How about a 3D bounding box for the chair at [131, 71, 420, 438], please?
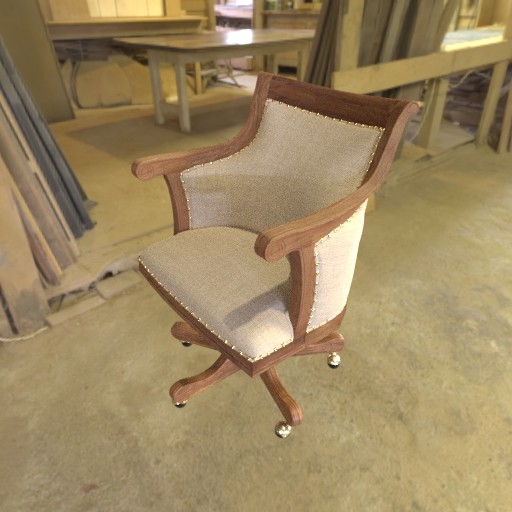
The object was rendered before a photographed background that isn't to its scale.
[{"bbox_3d":[0.000,0.000,1.388,0.689,0.965,0.656,-22,37,-32],"label":"chair"}]
